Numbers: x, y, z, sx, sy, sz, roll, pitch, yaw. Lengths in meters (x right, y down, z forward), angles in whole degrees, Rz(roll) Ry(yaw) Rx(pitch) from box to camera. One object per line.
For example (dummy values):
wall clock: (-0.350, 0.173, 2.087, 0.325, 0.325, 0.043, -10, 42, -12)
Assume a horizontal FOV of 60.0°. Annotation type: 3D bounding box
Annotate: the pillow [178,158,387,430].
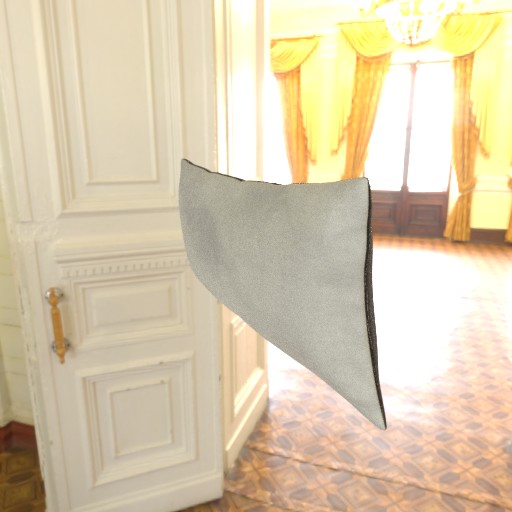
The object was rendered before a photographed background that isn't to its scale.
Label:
pillow: (0.000, 0.000, 0.750, 0.156, 0.305, 0.608, -7, 16, -26)
